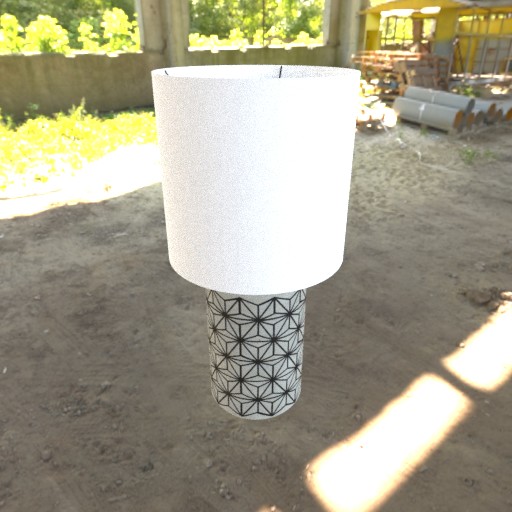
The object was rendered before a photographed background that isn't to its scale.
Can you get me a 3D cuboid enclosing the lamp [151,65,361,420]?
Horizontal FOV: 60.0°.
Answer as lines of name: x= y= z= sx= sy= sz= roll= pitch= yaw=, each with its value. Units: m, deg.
lamp: x=0.000 y=0.000 z=0.537 sx=0.206 sy=0.416 sz=0.206 roll=7 pitch=27 yaw=15
